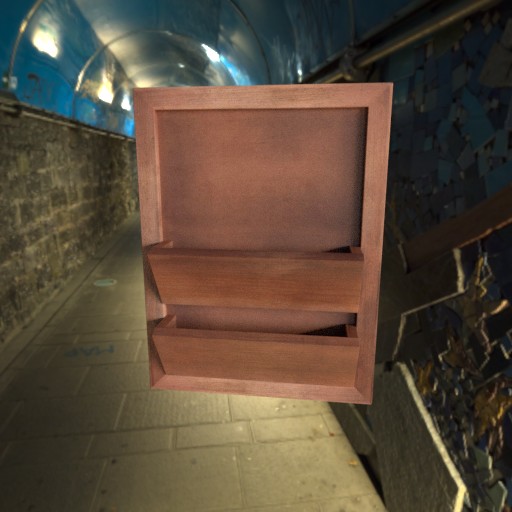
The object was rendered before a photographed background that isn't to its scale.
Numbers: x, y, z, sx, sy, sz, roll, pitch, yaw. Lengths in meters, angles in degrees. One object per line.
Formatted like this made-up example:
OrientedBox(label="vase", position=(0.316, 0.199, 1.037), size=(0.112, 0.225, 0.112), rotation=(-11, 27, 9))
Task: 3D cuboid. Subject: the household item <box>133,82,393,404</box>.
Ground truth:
OrientedBox(label="household item", position=(0.000, 0.000, 0.555), size=(0.310, 0.407, 0.067), rotation=(2, 13, 8))
